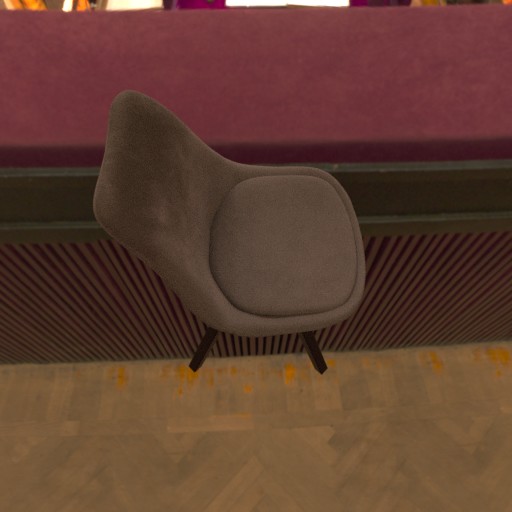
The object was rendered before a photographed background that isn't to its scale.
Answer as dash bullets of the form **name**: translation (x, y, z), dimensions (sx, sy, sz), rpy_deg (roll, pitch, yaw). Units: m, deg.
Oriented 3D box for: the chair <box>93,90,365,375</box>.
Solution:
- **chair**: translation (0.000, 0.000, 1.154), dimensions (0.550, 0.850, 0.476), rpy_deg (-1, 63, 0)
